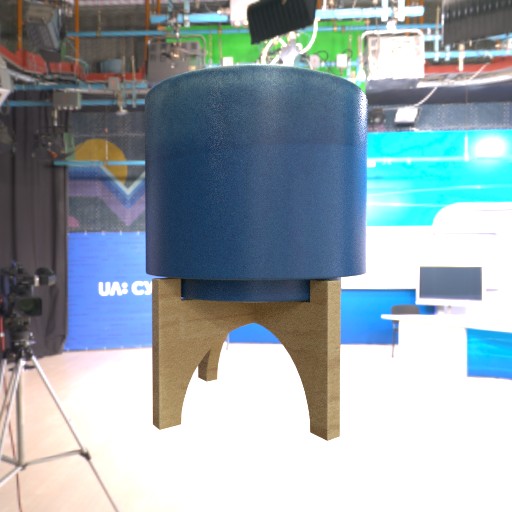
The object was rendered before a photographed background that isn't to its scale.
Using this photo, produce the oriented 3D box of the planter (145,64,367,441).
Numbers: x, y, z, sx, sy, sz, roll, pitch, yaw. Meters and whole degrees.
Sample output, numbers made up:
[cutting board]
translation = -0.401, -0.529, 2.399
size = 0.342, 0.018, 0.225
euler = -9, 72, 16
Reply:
[planter]
translation = 0.000, 0.000, 0.397
size = 0.192, 0.263, 0.192
euler = 0, 1, 0
